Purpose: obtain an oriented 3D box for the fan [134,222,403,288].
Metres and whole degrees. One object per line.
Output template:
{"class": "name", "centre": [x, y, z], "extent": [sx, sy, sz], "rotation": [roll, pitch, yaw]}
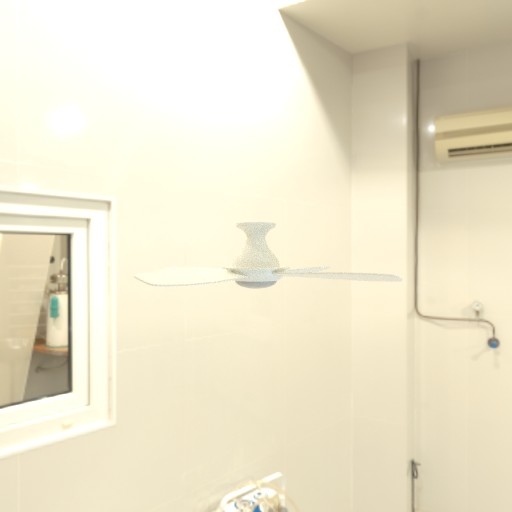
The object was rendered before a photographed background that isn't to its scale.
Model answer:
{"class": "fan", "centre": [0.000, 0.000, 2.606], "extent": [1.693, 0.382, 1.694], "rotation": [0, 0, 36]}
